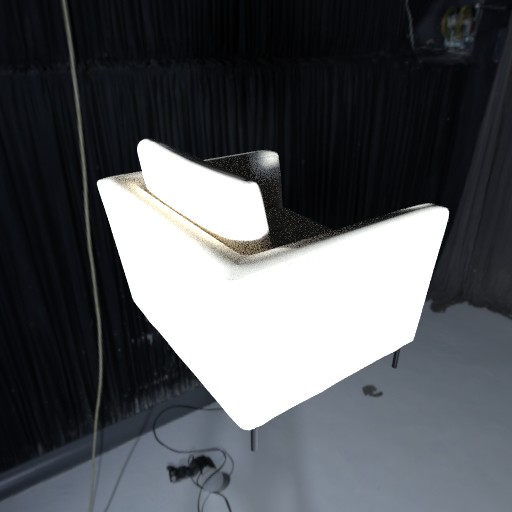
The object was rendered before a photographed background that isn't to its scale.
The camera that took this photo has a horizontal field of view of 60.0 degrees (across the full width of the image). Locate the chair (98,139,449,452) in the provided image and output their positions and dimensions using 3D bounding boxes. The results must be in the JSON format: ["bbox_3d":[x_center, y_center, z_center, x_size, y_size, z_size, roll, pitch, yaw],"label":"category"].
[{"bbox_3d":[0.000,0.000,1.747,0.889,0.865,1.041,-17,32,-31],"label":"chair"}]
